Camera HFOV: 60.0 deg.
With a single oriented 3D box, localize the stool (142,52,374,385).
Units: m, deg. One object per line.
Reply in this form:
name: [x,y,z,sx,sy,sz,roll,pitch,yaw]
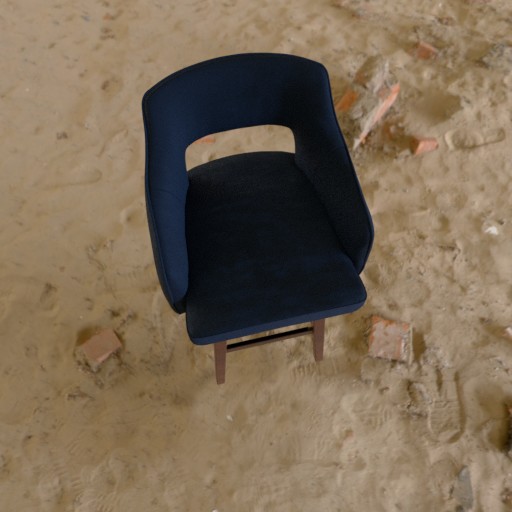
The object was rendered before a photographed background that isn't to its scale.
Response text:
stool: [0.000,0.000,1.375,0.550,1.041,0.560,-12,64,-6]
